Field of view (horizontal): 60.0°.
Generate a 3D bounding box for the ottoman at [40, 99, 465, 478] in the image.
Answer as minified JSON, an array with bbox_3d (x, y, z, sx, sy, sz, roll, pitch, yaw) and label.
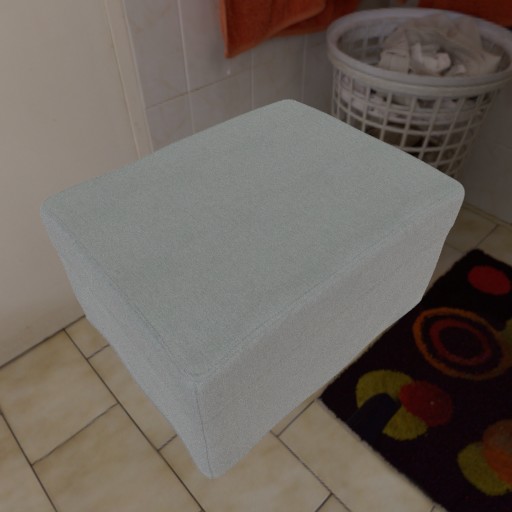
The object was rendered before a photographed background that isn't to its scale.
[{"bbox_3d":[0.000,0.000,1.205,0.833,0.461,0.648,-32,53,-28],"label":"ottoman"}]
